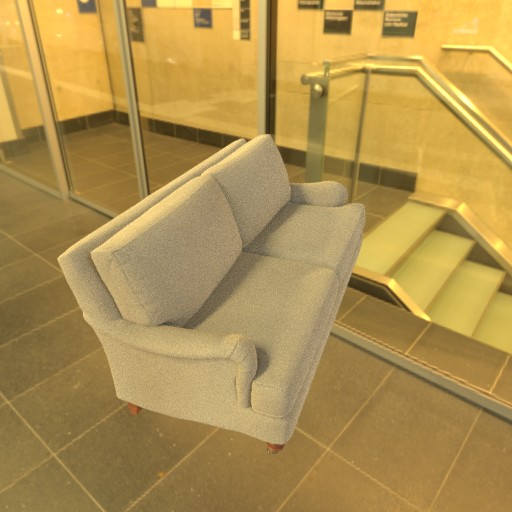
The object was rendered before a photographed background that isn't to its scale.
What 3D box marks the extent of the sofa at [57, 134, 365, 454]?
[{"bbox_3d":[0.000,0.000,2.728,1.091,0.997,2.070,11,31,18],"label":"sofa"}]
